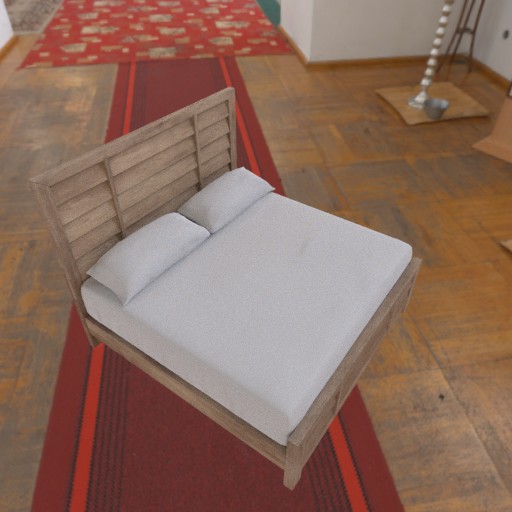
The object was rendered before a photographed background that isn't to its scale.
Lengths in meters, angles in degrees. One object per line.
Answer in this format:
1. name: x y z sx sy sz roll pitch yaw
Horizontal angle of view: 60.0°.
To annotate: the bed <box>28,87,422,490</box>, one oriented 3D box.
1. bed: 0.000 0.000 3.464 2.062 1.626 2.032 25 46 26
